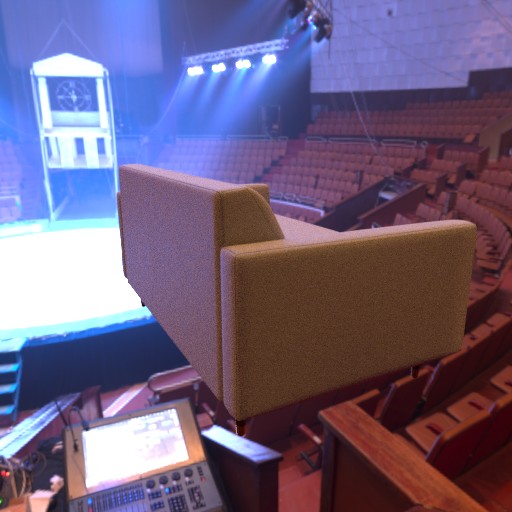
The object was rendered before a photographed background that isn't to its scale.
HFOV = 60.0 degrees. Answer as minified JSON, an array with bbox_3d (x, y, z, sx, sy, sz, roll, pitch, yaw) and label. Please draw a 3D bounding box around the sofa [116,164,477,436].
[{"bbox_3d":[0.000,0.000,2.063,0.950,0.801,1.585,-8,17,-27],"label":"sofa"}]
